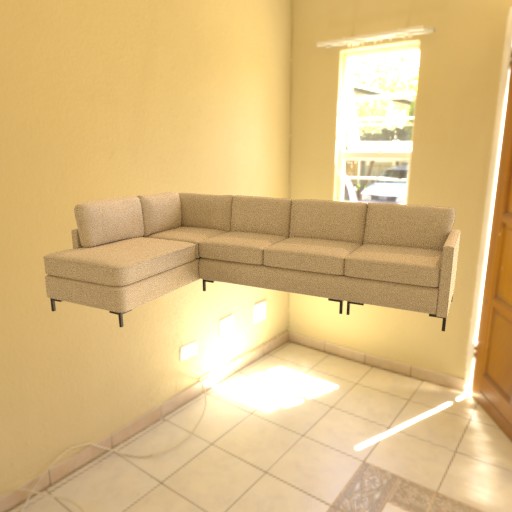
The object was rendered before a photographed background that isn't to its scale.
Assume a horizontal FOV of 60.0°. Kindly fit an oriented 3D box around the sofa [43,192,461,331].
[{"bbox_3d":[0.000,0.000,4.189,3.384,0.996,2.048,7,15,26],"label":"sofa"}]
